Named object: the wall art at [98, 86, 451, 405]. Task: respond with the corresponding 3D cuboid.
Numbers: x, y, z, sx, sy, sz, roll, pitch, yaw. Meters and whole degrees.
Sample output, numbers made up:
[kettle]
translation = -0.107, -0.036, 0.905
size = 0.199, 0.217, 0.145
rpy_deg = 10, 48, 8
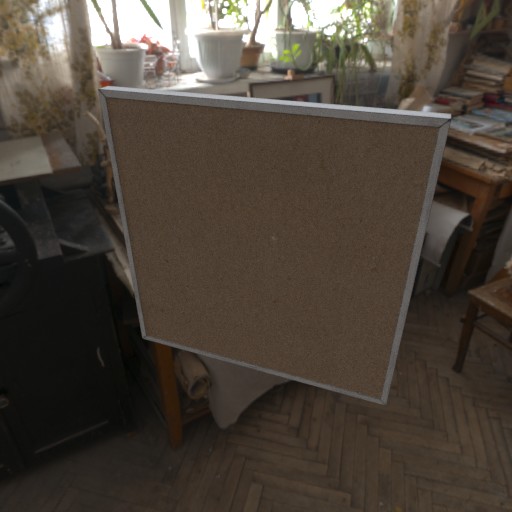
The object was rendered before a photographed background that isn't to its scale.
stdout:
[wall art]
translation = 0.000, 0.000, 1.123
size = 0.762, 0.762, 0.038
rpy_deg = 11, 33, 17
